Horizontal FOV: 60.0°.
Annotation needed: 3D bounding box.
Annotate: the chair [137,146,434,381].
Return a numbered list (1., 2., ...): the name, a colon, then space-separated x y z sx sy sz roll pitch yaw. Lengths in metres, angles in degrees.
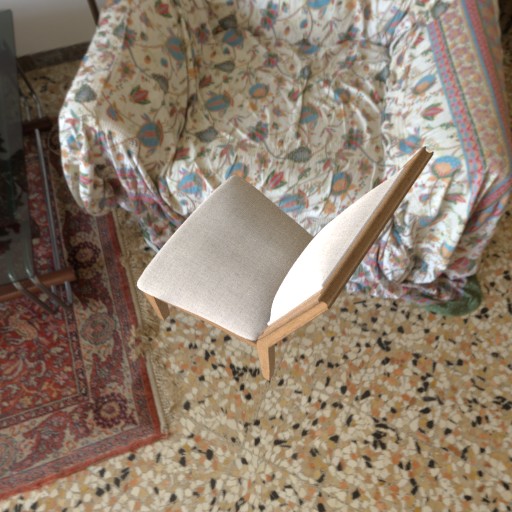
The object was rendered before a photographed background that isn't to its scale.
1. chair: 0.000 0.000 1.346 0.601 0.988 0.536 33 68 15
